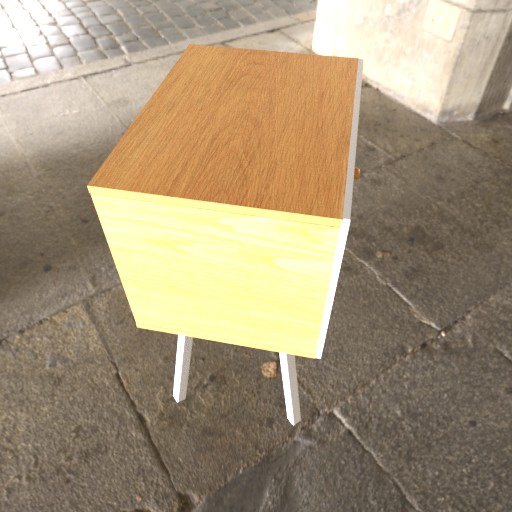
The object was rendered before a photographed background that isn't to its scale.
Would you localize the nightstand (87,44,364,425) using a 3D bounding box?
[{"bbox_3d":[0.000,0.000,0.843,0.316,0.601,0.400,8,48,8],"label":"nightstand"}]
